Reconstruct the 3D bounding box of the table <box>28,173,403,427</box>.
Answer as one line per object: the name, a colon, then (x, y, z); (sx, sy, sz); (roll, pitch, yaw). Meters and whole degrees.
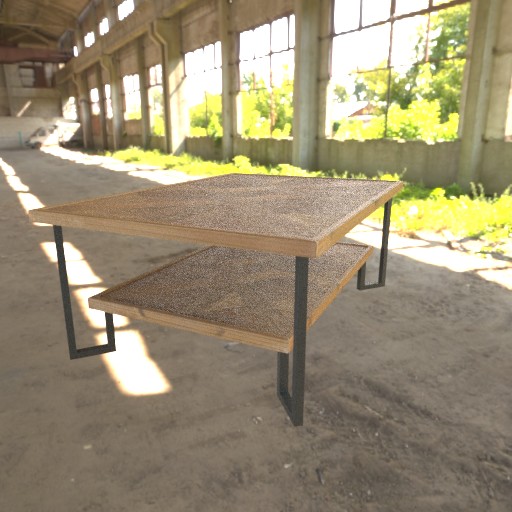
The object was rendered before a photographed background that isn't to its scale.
table: (0.000, 0.000, 1.705); (0.877, 0.492, 1.238); (8, 18, 25)
